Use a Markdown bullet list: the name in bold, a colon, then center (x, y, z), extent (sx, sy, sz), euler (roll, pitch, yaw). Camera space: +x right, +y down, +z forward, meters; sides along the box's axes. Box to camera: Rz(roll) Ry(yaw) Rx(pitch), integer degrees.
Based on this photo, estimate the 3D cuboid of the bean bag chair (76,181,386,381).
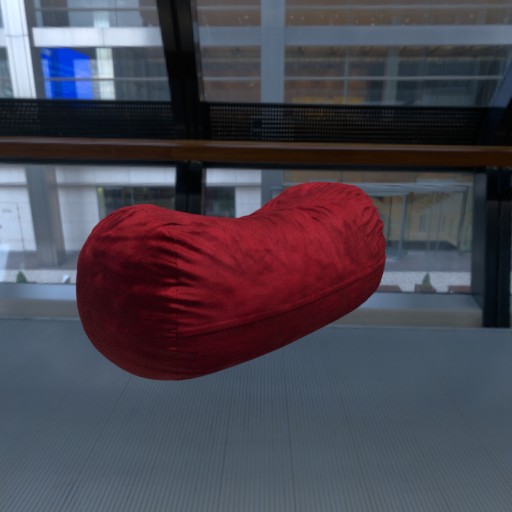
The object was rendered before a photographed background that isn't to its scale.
- **bean bag chair**: center (0.000, 0.000, 2.940), extent (2.293, 0.867, 1.216), euler (-15, 22, -42)
